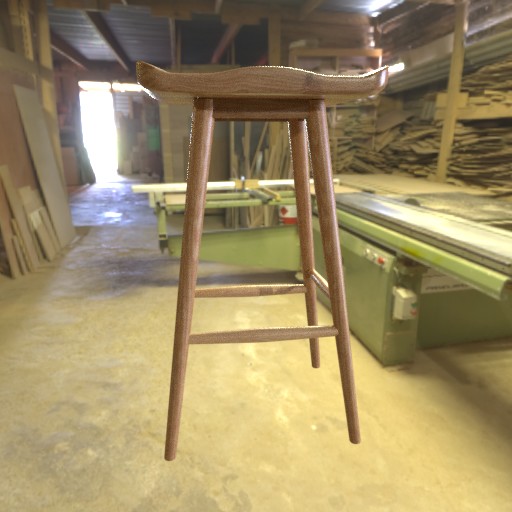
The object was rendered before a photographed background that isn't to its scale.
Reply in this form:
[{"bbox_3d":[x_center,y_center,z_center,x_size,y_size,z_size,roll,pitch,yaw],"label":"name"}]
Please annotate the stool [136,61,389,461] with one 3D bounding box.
[{"bbox_3d":[0.000,0.000,0.916,0.407,0.698,0.322,-2,15,-7],"label":"stool"}]
